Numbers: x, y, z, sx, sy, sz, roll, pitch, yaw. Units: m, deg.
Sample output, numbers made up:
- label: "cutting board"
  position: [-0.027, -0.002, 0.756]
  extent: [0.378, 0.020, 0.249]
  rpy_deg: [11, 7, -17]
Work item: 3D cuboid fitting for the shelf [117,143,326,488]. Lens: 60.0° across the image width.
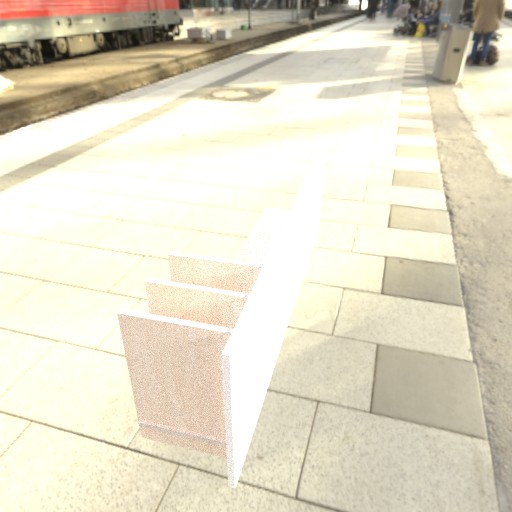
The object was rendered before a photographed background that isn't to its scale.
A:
- label: "shelf"
  position: [0.000, 0.000, 1.119]
  extent: [0.200, 0.300, 1.020]
  rpy_deg: [8, 31, 13]
